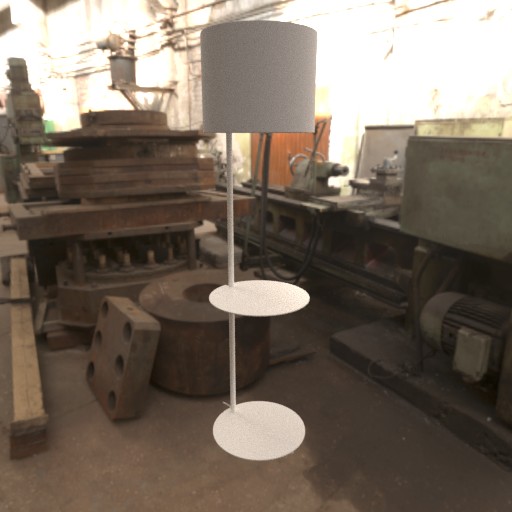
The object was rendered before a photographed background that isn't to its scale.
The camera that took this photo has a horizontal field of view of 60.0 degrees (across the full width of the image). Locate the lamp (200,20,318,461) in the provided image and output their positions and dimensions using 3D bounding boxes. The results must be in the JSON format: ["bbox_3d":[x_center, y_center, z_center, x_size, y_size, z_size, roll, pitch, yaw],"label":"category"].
[{"bbox_3d":[0.000,0.000,1.613,0.372,1.465,0.405,-14,21,-42],"label":"lamp"}]
